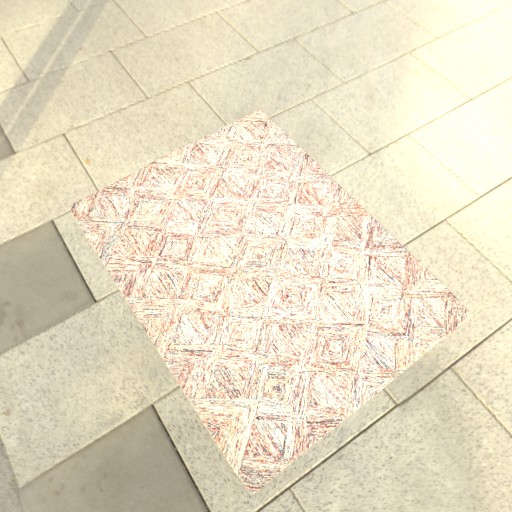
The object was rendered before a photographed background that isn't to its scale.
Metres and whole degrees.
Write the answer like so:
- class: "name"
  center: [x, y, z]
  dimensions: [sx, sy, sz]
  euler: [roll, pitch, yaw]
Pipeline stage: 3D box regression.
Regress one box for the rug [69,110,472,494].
- class: "rug"
  center: [0.000, 0.000, 4.226]
  dimensions: [2.436, 0.024, 3.226]
  euler: [-32, 65, -17]
